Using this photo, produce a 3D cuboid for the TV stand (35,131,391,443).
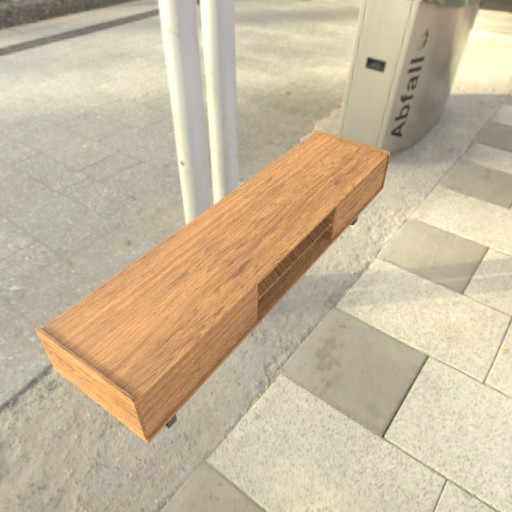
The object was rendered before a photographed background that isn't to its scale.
[{"bbox_3d":[0.000,0.000,2.007,0.467,0.415,1.796,25,46,26],"label":"TV stand"}]
